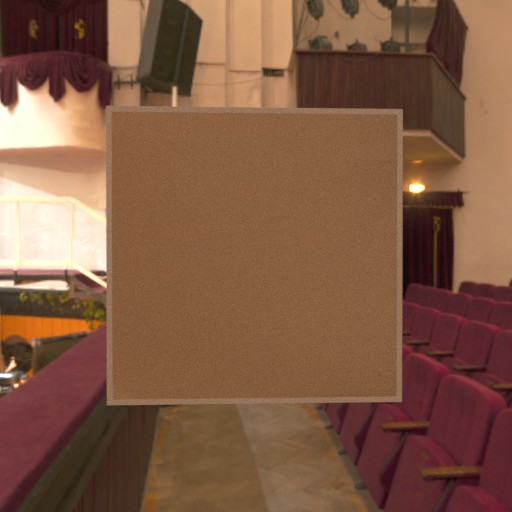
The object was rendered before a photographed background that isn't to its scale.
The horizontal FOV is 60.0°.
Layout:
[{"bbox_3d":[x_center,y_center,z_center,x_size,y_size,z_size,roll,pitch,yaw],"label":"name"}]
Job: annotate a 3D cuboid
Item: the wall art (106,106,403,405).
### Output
[{"bbox_3d":[0.000,0.000,1.218,0.809,0.809,0.012,0,1,-2],"label":"wall art"}]
